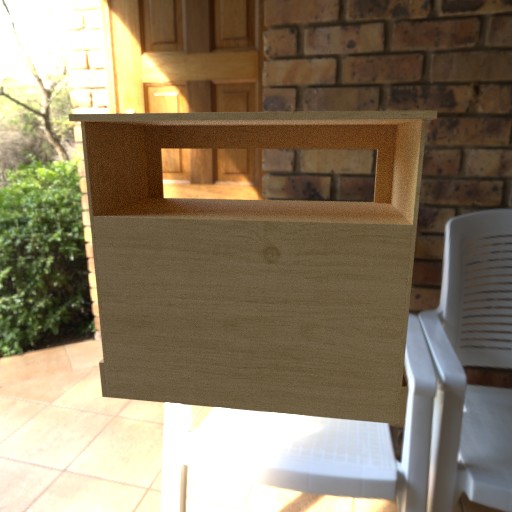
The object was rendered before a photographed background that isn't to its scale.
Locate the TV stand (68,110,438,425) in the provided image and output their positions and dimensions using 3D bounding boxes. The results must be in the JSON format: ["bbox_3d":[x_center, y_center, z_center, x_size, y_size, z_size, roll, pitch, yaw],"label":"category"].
[{"bbox_3d":[0.000,0.000,1.313,0.851,0.787,0.430,2,15,9],"label":"TV stand"}]
